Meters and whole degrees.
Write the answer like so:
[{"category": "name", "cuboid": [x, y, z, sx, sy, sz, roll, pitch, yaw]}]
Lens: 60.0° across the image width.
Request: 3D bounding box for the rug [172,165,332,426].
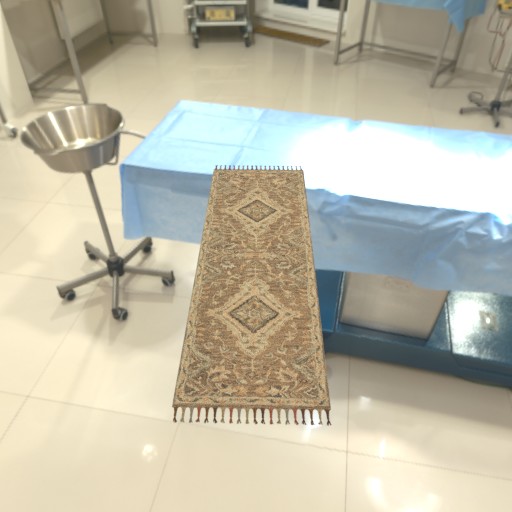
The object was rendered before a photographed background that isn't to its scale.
[{"category": "rug", "cuboid": [0.000, 0.000, 2.849, 1.324, 0.018, 2.378, 12, 43, 13]}]
